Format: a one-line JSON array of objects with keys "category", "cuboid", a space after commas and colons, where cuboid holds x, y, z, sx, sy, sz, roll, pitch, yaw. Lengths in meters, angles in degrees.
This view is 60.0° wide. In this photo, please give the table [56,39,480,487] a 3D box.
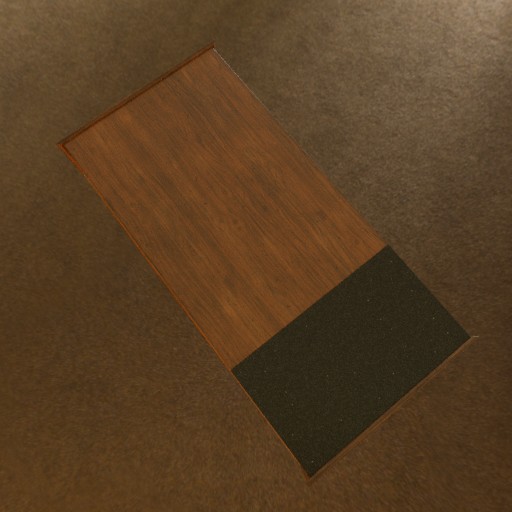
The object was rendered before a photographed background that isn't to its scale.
[{"category": "table", "cuboid": [0.000, 0.000, 1.535, 0.610, 0.508, 1.221, -37, 79, -9]}]
